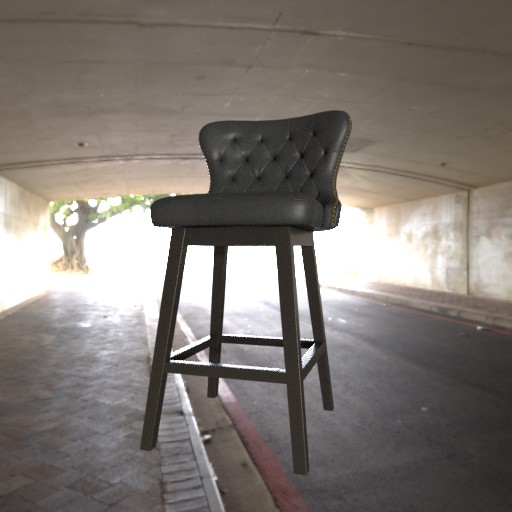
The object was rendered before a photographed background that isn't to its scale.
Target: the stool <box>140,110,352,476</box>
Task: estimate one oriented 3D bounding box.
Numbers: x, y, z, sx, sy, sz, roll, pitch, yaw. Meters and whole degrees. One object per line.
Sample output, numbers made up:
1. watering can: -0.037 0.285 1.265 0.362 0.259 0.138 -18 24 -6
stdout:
1. stool: 0.000 0.000 1.327 0.528 0.971 0.593 0 1 18
